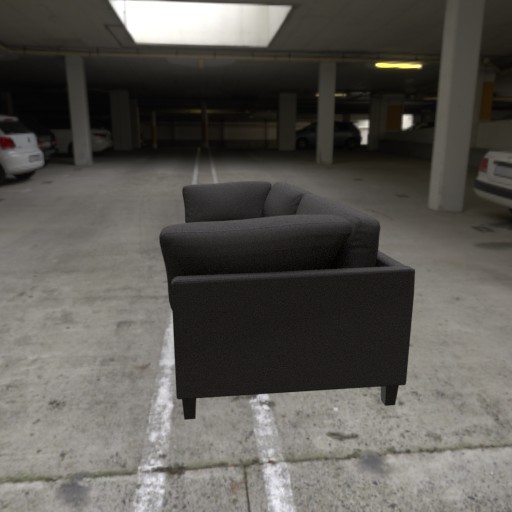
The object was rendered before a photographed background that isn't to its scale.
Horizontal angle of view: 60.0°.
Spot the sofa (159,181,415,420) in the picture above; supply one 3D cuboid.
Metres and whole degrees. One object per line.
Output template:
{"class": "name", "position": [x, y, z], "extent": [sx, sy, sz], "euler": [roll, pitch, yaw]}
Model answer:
{"class": "sofa", "position": [0.000, 0.000, 2.766], "extent": [0.969, 0.792, 2.312], "euler": [-2, 14, -7]}
